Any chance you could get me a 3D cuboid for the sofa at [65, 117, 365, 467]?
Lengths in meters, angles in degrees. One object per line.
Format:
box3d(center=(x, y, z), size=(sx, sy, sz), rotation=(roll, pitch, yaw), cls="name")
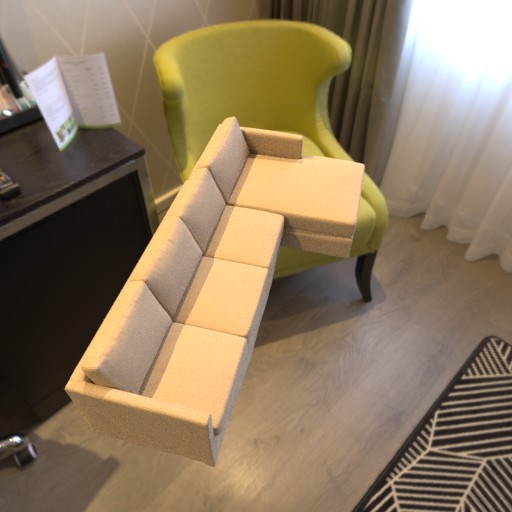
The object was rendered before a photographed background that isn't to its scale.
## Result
box3d(center=(0.000, 0.000, 3.799), size=(1.622, 0.871, 3.206), rotation=(10, 48, 10), cls="sofa")
